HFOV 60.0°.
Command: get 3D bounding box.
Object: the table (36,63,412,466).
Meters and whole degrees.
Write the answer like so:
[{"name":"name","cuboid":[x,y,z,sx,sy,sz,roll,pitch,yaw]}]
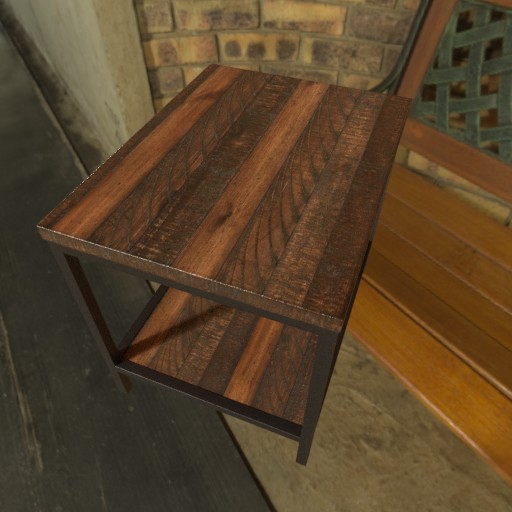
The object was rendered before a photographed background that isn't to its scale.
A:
[{"name":"table","cuboid":[0.000,0.000,1.112,0.524,0.612,0.678,16,49,15]}]
